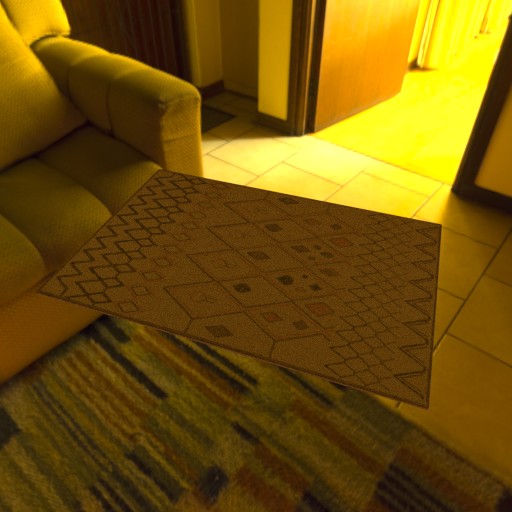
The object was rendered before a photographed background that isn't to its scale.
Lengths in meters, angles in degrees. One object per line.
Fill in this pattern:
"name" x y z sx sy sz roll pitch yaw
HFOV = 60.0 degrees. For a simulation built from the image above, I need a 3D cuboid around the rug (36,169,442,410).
"rug" 0.000 0.000 2.342 1.829 0.016 1.219 13 43 15
